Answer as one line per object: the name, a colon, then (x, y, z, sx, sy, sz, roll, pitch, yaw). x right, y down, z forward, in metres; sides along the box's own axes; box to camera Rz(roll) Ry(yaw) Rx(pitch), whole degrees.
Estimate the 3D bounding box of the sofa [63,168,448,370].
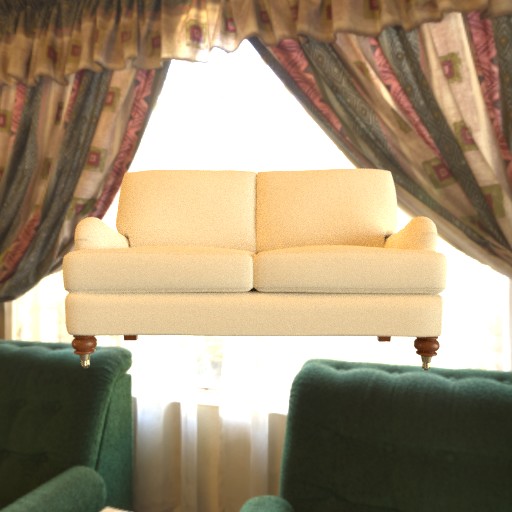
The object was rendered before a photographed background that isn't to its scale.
sofa: (0.000, 0.000, 2.563, 1.853, 1.101, 1.084, 0, 0, 1)
